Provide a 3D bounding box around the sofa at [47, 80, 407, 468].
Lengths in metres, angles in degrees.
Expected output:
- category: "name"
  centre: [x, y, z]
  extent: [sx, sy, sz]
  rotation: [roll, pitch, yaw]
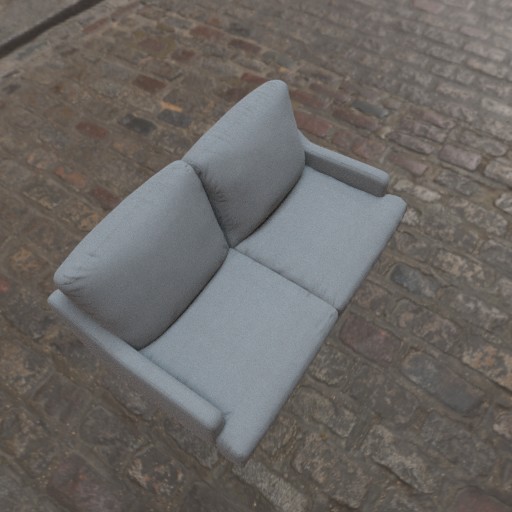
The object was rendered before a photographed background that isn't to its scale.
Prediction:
- category: "sofa"
  centre: [0.000, 0.000, 2.170]
  extent: [0.987, 0.921, 1.589]
  rotation: [30, 61, 18]
